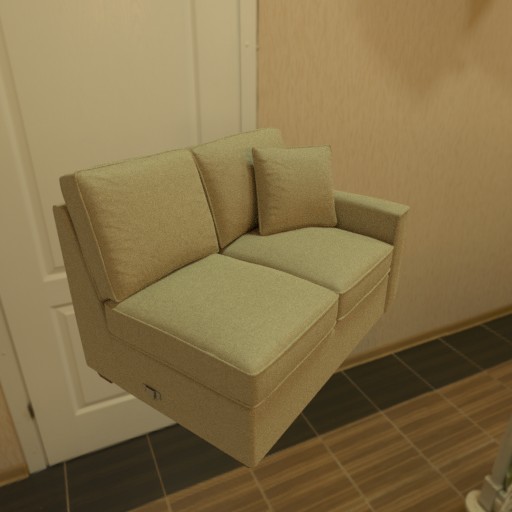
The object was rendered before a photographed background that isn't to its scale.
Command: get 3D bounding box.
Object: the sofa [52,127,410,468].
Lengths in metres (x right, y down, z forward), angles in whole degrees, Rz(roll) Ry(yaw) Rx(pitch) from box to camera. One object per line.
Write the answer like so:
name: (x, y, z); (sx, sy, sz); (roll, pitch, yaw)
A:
sofa: (0.000, 0.000, 2.078); (0.991, 0.989, 1.388); (18, 31, 32)
